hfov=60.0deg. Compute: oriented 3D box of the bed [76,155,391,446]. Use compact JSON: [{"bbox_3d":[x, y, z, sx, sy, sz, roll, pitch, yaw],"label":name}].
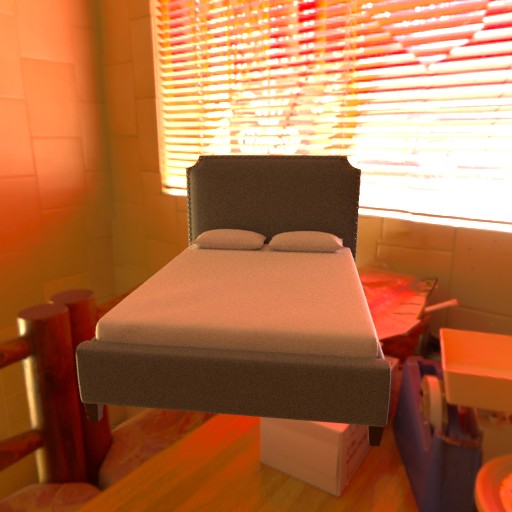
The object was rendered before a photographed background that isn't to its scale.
[{"bbox_3d":[0.000,0.000,3.371,1.712,1.443,2.372,2,14,7],"label":"bed"}]
